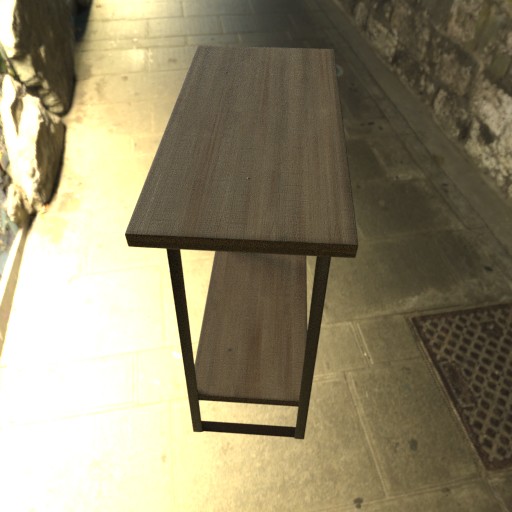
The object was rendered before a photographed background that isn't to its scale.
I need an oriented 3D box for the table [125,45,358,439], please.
[{"bbox_3d":[0.000,0.000,1.023,0.300,0.701,0.599,3,47,3],"label":"table"}]
